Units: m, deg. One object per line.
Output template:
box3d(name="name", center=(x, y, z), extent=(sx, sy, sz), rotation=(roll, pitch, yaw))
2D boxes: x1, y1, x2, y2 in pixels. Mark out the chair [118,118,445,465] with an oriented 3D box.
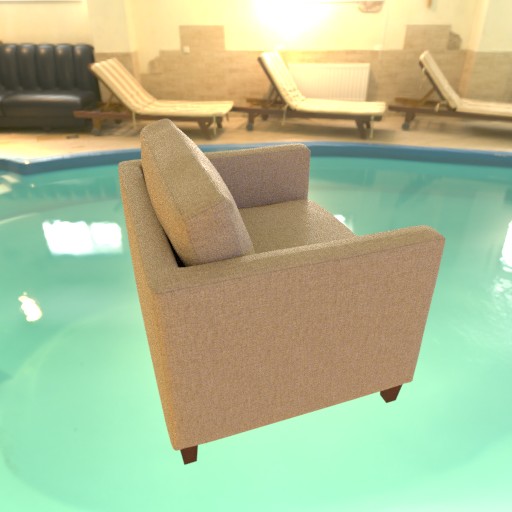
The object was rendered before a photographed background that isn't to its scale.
box3d(name="chair", center=(0.000, 0.000, 1.818), extent=(0.959, 0.961, 1.107), rotation=(-10, 32, -17))
